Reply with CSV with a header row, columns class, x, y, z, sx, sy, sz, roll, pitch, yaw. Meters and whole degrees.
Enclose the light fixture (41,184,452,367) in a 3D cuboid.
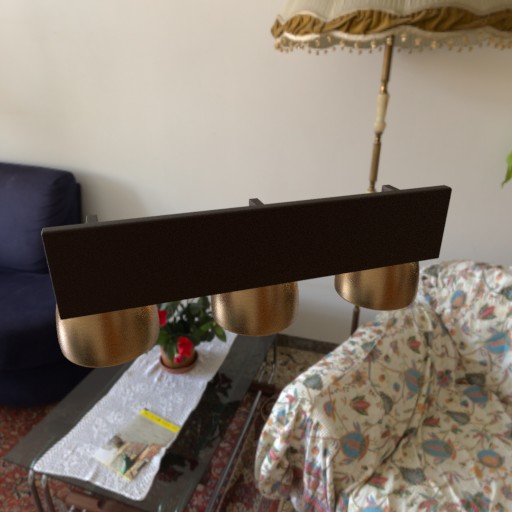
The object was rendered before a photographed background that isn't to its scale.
class,x,y,z,sx,sy,sz,roll,pitch,yaw
light fixture,0.000,0.000,0.666,0.582,0.204,0.157,-8,26,-17
